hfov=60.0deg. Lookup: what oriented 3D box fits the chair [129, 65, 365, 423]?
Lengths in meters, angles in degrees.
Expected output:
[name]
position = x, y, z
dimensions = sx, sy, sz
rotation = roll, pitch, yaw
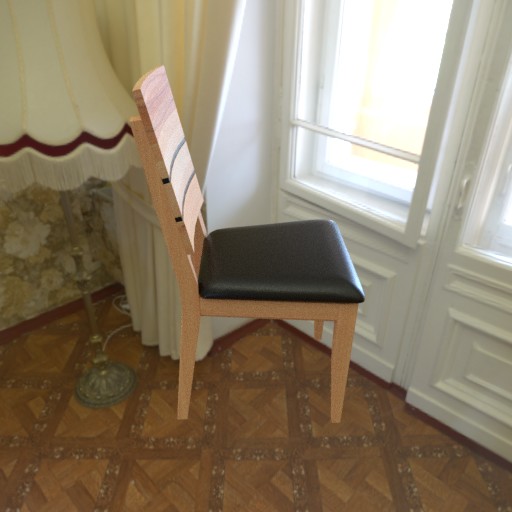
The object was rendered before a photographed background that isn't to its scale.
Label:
[chair]
position = 0.000, 0.000, 1.227
dimensions = 0.520, 0.940, 0.410
rotation = -1, 31, -1
